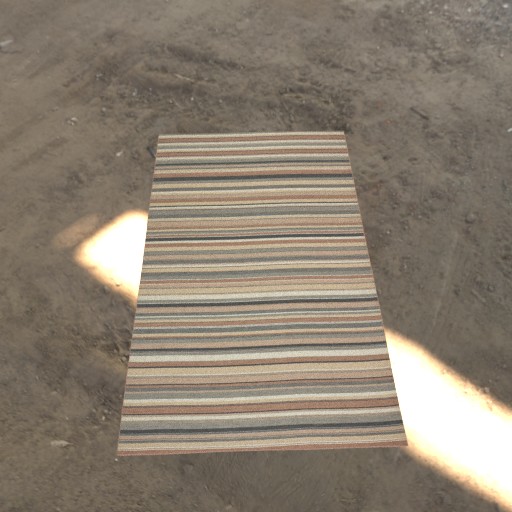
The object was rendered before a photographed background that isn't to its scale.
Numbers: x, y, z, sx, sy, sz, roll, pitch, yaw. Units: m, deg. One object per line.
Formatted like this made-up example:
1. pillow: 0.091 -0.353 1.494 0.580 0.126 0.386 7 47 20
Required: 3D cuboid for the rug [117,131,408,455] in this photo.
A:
1. rug: 0.000 0.000 2.980 1.523 0.014 2.438 -1 57 -1
